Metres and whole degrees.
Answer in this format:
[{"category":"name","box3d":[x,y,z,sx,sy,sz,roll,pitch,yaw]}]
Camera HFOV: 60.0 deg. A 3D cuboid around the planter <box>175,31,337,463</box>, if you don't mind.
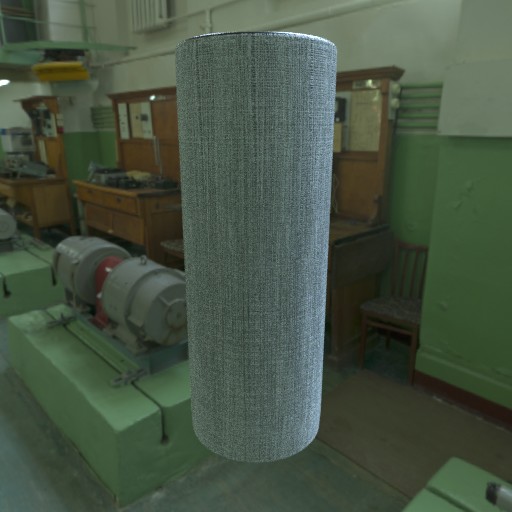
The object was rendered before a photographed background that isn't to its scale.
[{"category":"planter","box3d":[0.000,0.000,0.313,0.100,0.270,0.100,-15,22,-42]}]
